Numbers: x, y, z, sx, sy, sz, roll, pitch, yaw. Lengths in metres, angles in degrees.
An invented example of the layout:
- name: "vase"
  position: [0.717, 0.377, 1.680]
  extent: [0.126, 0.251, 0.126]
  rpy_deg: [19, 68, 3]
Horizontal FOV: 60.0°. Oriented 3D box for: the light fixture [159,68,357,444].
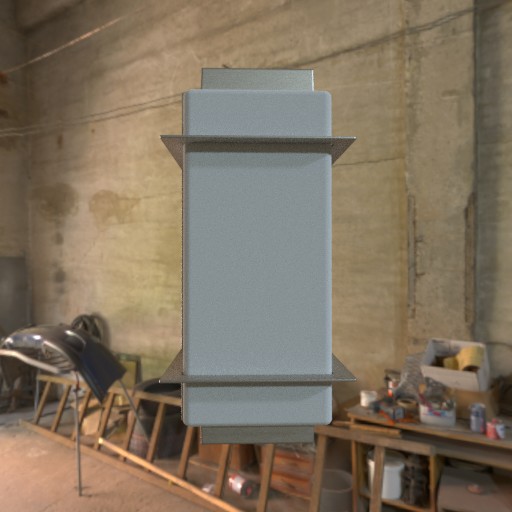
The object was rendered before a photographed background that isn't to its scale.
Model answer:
- name: "light fixture"
  position: [0.000, 0.000, 0.456]
  extent: [0.168, 0.380, 0.160]
  rpy_deg: [0, 0, -2]
